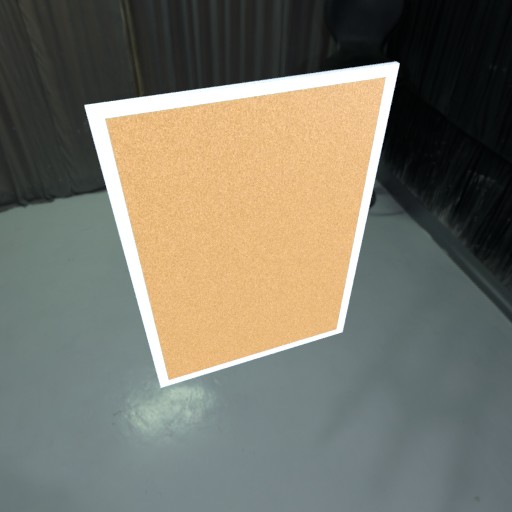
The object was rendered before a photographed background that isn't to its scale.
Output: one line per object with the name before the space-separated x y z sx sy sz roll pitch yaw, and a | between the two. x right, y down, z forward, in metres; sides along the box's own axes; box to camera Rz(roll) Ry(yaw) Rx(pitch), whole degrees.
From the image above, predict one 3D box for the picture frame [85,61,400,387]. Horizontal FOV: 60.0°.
picture frame | 0.000 0.000 1.202 0.659 0.940 0.013 -14 44 -15
